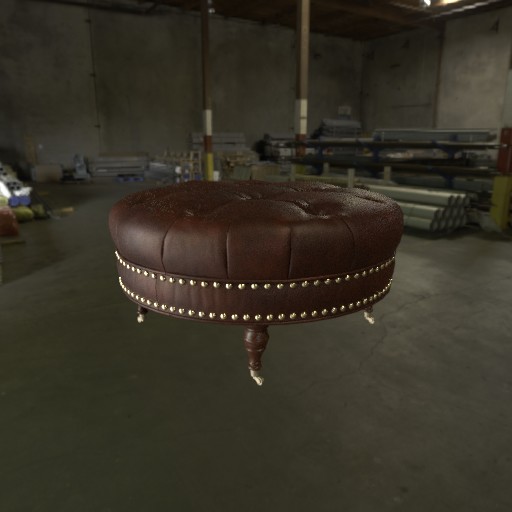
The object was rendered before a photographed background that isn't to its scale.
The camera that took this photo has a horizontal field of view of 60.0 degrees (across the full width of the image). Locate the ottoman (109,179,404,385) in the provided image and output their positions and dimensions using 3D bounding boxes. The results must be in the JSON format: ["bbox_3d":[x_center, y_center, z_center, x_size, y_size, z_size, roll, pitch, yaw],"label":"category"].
[{"bbox_3d":[0.000,0.000,1.427,0.901,0.455,0.901,0,15,0],"label":"ottoman"}]
